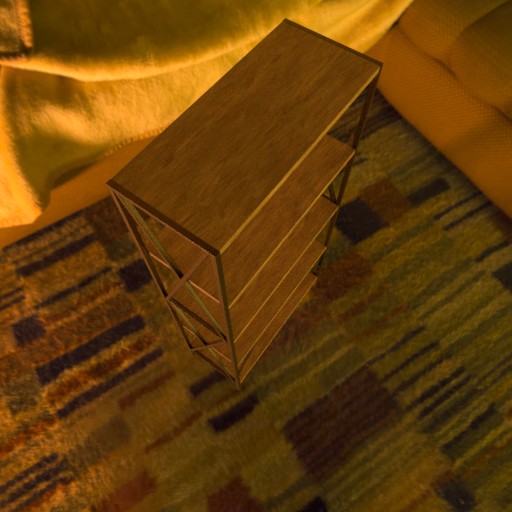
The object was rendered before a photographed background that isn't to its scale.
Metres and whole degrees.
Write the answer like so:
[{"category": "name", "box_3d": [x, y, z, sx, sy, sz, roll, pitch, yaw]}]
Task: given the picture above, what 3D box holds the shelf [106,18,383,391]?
[{"category": "shelf", "box_3d": [0.000, 0.000, 2.129, 0.386, 1.803, 0.874, 33, 67, 16]}]
